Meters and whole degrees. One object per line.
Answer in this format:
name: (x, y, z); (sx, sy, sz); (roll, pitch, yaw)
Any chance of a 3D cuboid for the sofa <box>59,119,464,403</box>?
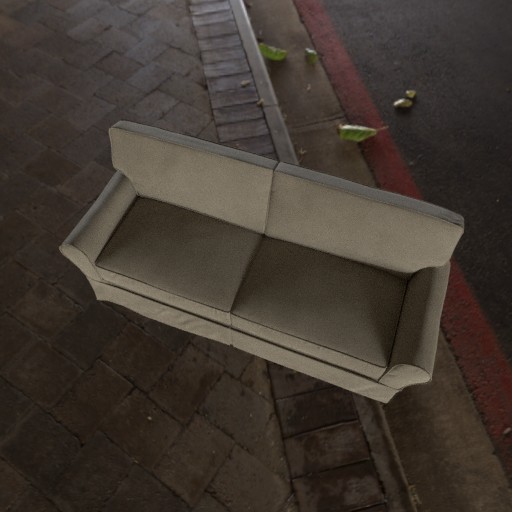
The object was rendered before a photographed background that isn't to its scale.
sofa: (0.000, 0.000, 2.729); (2.246, 1.014, 0.900); (18, 60, 11)
